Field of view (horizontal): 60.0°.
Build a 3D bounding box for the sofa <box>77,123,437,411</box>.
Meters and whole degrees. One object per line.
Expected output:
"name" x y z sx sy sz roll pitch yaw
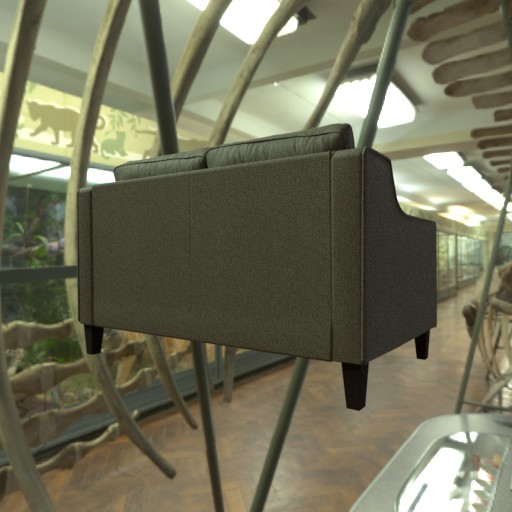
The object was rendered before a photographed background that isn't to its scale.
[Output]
"sofa" 0.000 0.000 2.187 1.503 0.981 0.985 0 0 35
